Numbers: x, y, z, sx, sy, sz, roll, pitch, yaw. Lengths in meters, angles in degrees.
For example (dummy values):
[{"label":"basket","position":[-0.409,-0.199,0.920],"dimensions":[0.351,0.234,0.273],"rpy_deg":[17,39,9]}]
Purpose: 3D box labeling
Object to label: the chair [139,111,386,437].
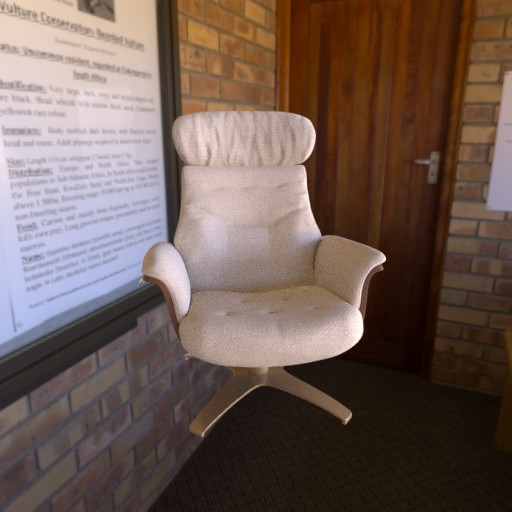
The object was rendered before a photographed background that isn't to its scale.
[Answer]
[{"label":"chair","position":[0.000,0.000,1.559],"dimensions":[0.785,0.995,0.837],"rpy_deg":[-2,16,-8]}]
